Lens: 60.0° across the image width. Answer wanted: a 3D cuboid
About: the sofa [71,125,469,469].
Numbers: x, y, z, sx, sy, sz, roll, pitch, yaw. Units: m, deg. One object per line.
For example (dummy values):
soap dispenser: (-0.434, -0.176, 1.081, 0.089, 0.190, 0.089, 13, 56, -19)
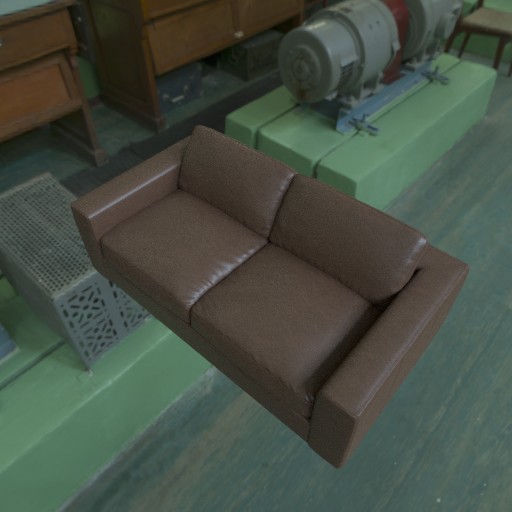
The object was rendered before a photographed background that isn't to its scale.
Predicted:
sofa: (0.000, 0.000, 2.458, 1.920, 0.800, 1.070, 32, 55, 27)
